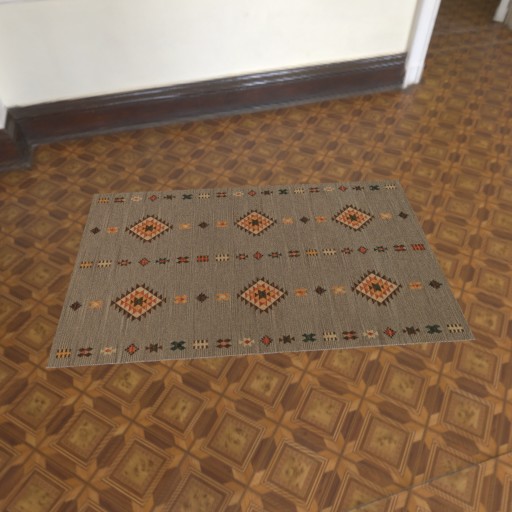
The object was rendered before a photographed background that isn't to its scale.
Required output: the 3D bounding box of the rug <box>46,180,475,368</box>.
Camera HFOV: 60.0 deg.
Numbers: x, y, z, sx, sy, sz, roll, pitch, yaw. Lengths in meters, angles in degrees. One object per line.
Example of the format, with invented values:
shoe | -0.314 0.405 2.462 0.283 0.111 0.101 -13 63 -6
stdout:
rug | 0.000 0.000 3.014 2.427 0.007 1.515 -3 47 -3
